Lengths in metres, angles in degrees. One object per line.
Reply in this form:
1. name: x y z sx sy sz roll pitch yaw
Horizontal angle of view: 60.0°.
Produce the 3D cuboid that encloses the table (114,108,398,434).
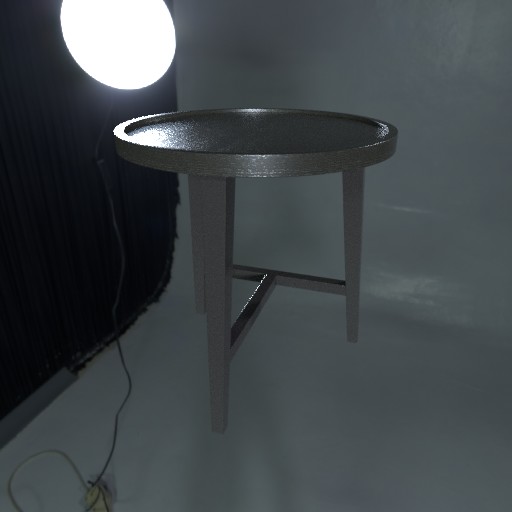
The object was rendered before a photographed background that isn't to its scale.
1. table: 0.000 0.000 0.923 0.500 0.531 0.500 0 25 0
